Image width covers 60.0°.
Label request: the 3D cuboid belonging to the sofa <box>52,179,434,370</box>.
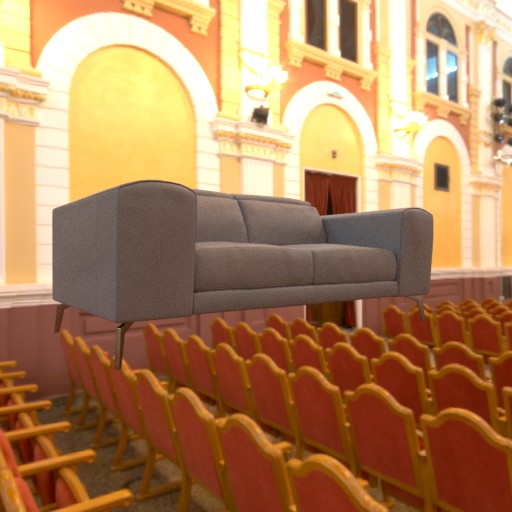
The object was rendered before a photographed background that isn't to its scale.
[{"bbox_3d":[0.000,0.000,2.419,1.895,0.779,1.003,0,0,-36],"label":"sofa"}]
